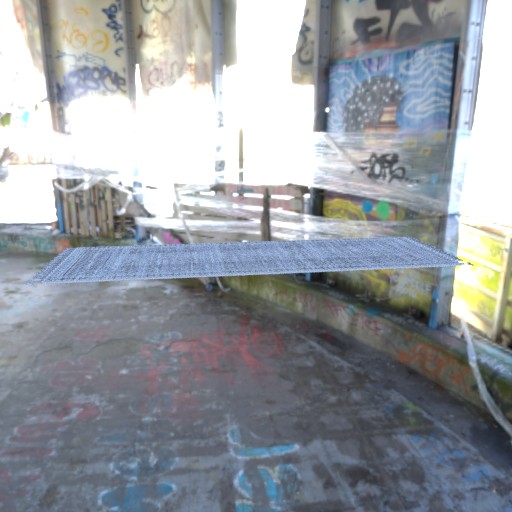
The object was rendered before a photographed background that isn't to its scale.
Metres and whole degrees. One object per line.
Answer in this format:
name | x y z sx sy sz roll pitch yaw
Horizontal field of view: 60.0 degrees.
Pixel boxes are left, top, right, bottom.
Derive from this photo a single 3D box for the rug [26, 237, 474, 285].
rug | 0.000 0.000 2.768 2.480 0.013 0.786 -2 15 -8
